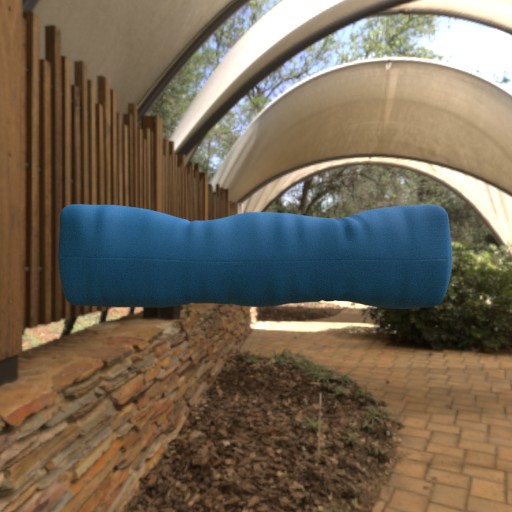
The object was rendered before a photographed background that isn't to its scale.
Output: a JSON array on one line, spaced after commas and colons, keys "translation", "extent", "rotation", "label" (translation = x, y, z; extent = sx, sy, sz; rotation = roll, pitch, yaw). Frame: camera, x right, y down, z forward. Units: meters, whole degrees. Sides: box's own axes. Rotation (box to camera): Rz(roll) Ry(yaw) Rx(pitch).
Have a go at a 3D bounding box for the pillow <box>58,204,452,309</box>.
[{"translation": [0.000, 0.000, 0.734], "extent": [0.468, 0.128, 0.490], "rotation": [0, 0, 1], "label": "pillow"}]
